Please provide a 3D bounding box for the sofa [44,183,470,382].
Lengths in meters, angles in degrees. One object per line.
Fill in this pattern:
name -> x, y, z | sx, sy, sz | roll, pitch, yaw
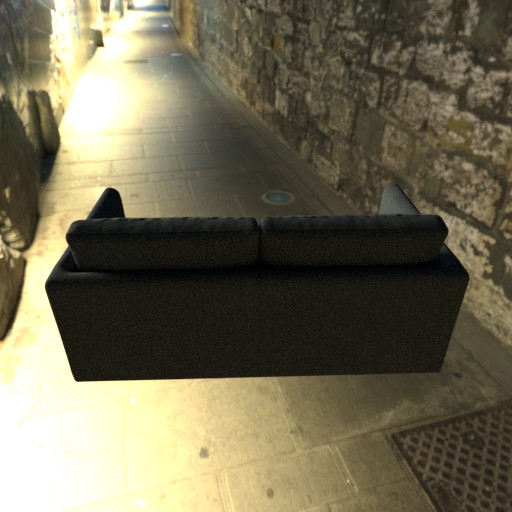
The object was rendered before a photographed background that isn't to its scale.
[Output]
sofa -> 0.000, 0.000, 2.520 | 1.909, 0.845, 1.091 | -1, 31, -2
